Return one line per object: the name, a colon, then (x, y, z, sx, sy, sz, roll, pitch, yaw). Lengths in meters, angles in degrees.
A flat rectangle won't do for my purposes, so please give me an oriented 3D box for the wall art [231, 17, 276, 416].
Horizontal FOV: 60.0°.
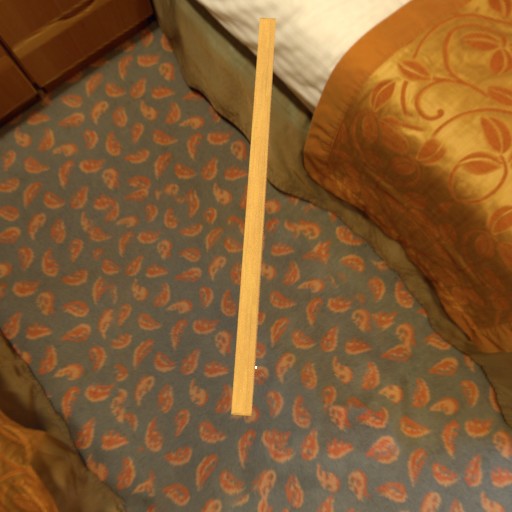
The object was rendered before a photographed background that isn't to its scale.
wall art: (0.000, 0.000, 0.757, 0.020, 0.561, 0.460, 3, 76, 1)
